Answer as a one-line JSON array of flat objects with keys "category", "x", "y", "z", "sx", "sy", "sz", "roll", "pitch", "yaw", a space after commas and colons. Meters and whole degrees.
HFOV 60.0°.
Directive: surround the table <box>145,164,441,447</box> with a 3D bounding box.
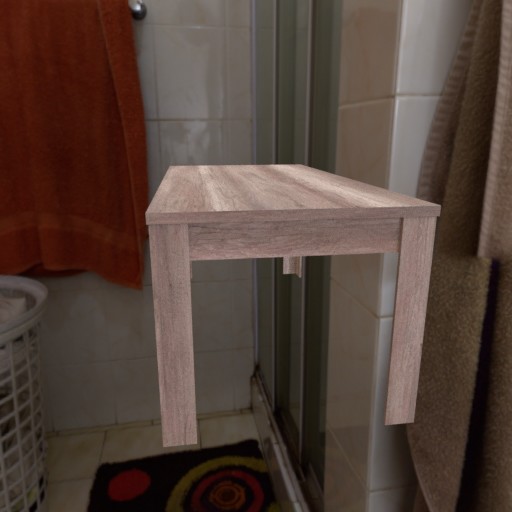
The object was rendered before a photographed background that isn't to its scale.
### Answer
[{"category": "table", "x": 0.000, "y": 0.000, "z": 2.282, "sx": 0.900, "sy": 0.790, "sz": 1.800, "roll": -2, "pitch": 16, "yaw": -8}]
